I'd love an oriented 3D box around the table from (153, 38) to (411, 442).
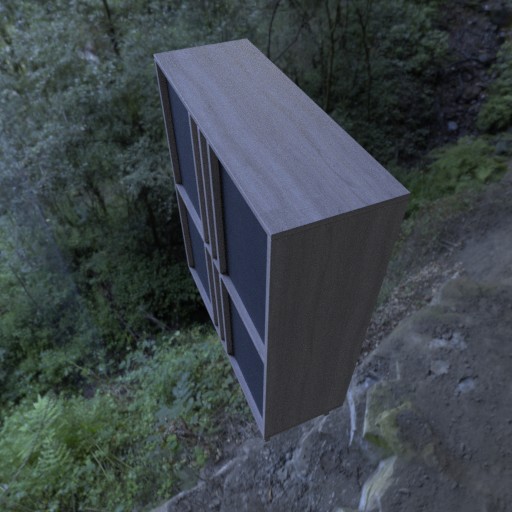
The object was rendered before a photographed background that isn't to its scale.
[{"bbox_3d":[0.000,0.000,1.943,0.398,1.388,1.111,-17,49,-16],"label":"table"}]
